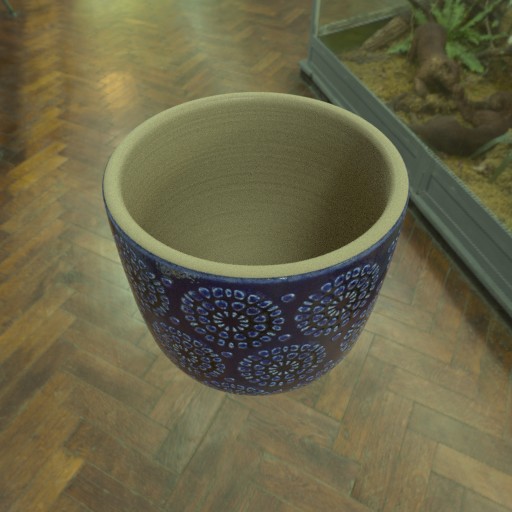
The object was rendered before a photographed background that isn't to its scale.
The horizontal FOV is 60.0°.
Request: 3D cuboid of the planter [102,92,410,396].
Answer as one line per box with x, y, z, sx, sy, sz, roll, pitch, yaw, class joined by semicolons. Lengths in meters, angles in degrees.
0.000;0.000;0.294;0.165;0.149;0.165;0;47;0;planter
